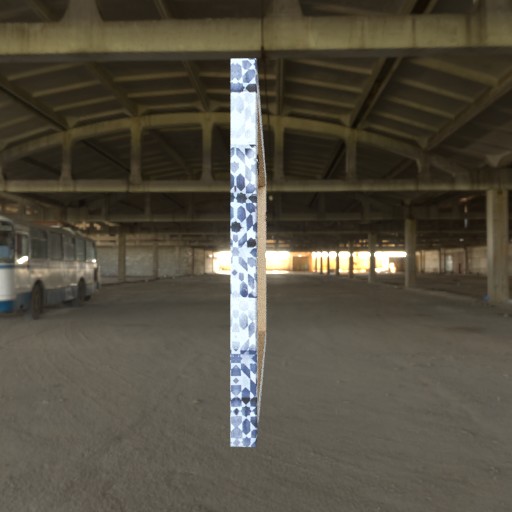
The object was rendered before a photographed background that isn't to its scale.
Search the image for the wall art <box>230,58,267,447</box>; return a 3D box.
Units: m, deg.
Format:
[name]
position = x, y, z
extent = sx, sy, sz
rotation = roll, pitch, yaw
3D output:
[wall art]
position = 0.000, 0.000, 0.764
extent = 0.030, 0.406, 0.608
rotation = 0, -1, 2
